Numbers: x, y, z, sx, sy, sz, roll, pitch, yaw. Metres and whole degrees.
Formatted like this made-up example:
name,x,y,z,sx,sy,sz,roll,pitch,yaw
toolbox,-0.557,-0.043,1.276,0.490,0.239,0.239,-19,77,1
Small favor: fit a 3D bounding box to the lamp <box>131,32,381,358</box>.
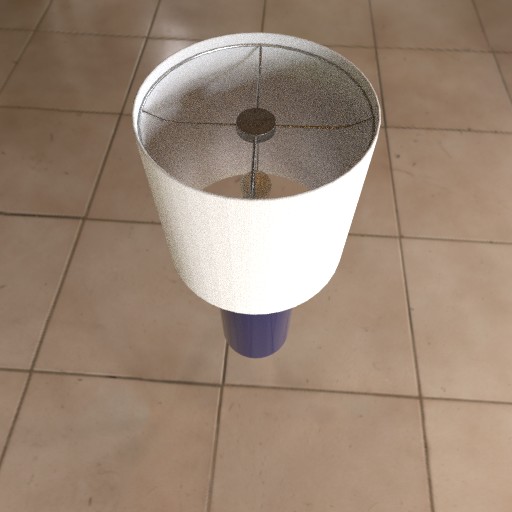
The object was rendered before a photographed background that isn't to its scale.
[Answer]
name,x,y,z,sx,sy,sz,roll,pitch,yaw
lamp,0.000,0.000,0.588,0.212,0.493,0.212,2,58,1
